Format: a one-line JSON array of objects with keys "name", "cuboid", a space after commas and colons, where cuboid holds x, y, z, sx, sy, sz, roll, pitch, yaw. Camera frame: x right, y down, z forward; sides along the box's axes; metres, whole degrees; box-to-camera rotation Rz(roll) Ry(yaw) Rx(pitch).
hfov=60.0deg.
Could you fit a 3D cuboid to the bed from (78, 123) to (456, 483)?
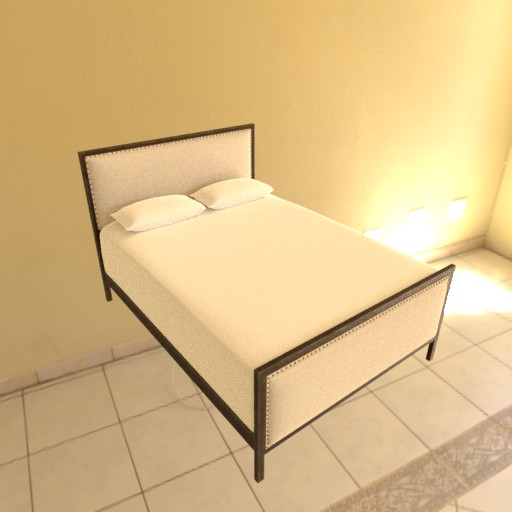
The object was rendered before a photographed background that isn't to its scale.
[{"name": "bed", "cuboid": [0.000, 0.000, 3.225, 1.607, 1.313, 2.221, -20, 34, -32]}]
